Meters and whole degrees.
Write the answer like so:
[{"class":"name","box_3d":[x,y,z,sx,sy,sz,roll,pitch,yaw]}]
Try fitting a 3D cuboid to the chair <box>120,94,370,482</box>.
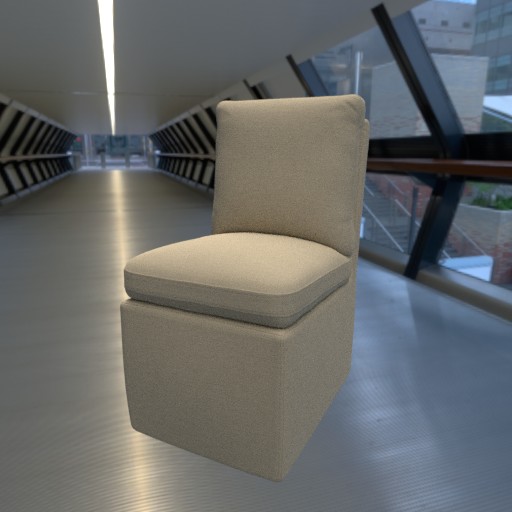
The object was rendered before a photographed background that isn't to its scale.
[{"class":"chair","box_3d":[0.000,0.000,1.322,0.503,0.927,0.698,7,16,26]}]
